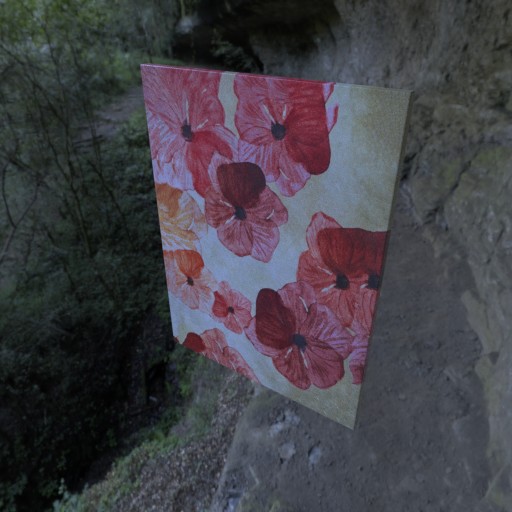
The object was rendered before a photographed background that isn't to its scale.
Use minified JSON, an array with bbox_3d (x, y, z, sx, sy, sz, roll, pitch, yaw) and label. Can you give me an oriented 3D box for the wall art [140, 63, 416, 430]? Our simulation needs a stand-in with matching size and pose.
[{"bbox_3d":[0.000,0.000,1.331,0.762,1.015,0.031,19,35,29],"label":"wall art"}]
